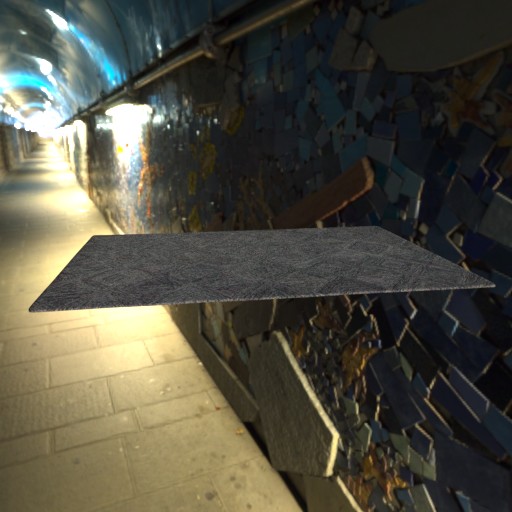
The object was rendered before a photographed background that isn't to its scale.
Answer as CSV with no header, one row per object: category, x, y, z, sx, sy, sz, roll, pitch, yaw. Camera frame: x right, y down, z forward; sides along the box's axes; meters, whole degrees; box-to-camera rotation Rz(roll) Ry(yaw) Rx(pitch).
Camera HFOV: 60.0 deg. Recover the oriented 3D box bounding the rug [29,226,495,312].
rug,0.000,0.000,2.170,1.752,0.013,1.158,-2,16,-9
